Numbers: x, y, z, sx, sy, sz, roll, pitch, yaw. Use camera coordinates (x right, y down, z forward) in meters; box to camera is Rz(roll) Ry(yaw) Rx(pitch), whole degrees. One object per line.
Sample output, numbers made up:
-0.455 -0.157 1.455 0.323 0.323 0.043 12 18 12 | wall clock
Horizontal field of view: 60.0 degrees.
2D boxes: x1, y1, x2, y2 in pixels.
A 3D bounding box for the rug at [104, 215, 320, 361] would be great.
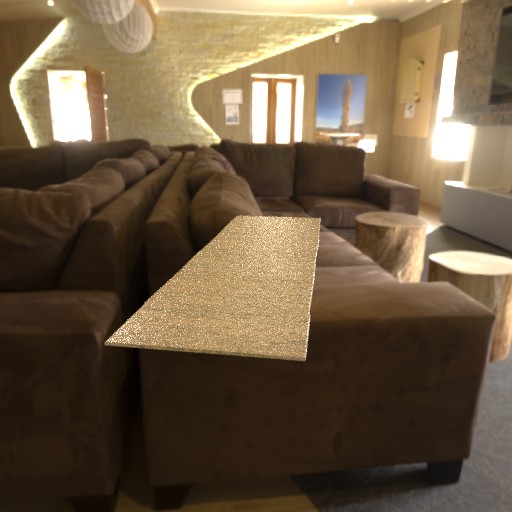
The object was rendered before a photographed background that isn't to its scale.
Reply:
0.000 0.000 2.552 0.700 0.014 2.290 3 16 9 | rug
